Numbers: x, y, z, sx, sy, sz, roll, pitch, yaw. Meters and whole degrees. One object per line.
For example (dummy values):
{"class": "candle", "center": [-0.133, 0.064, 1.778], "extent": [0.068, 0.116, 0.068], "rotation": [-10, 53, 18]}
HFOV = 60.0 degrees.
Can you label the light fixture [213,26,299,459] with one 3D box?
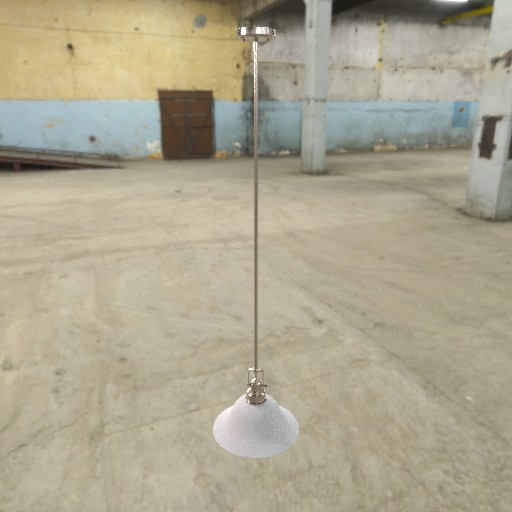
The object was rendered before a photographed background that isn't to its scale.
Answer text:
{"class": "light fixture", "center": [0.000, 0.000, 1.471], "extent": [0.324, 1.354, 0.324], "rotation": [2, 17, 7]}
